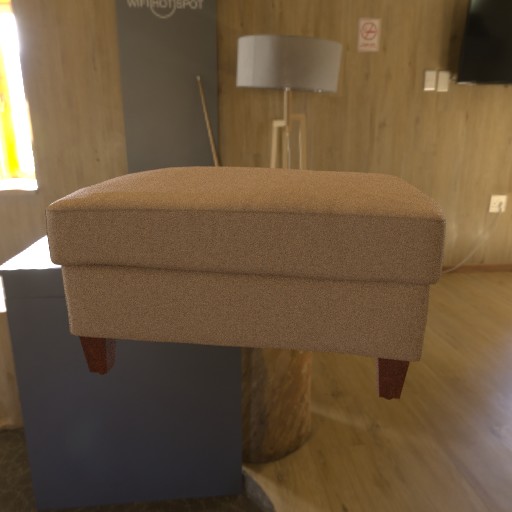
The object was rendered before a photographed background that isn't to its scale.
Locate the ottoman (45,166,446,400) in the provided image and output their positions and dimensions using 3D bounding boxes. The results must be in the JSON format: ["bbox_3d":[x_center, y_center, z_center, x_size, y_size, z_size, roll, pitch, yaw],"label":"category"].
[{"bbox_3d":[0.000,0.000,1.314,0.902,0.511,0.692,2,17,8],"label":"ottoman"}]
